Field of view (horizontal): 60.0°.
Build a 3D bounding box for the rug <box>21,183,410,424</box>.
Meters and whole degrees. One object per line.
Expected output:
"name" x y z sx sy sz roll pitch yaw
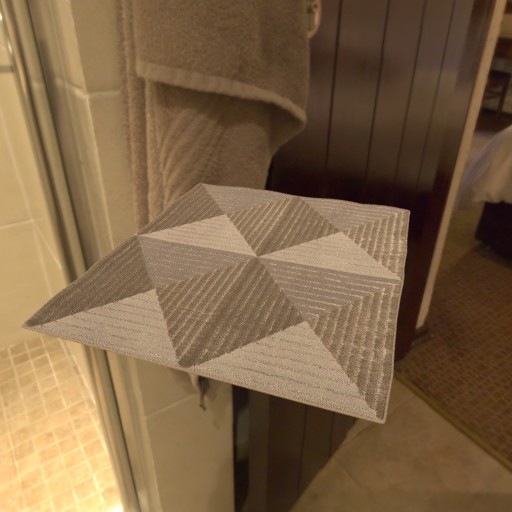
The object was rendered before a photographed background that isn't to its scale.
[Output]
"rug" 0.000 0.000 0.859 0.551 0.008 0.642 10 32 16
